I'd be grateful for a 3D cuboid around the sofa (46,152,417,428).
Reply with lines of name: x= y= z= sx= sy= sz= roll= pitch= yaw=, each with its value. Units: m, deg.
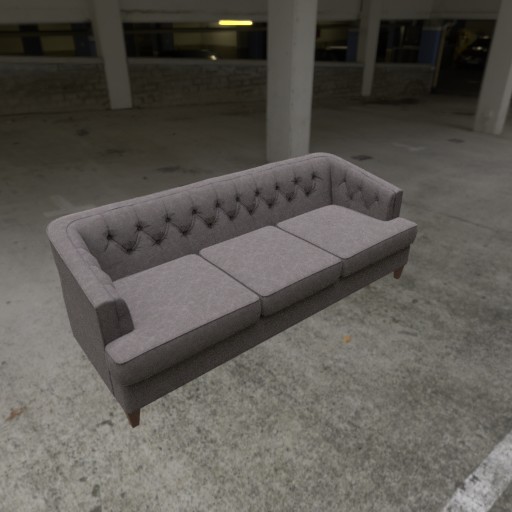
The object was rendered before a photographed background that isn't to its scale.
sofa: x=0.000 y=0.000 z=2.798 sx=2.247 sy=0.806 sz=0.917 roll=-22 pitch=35 yaw=-34
